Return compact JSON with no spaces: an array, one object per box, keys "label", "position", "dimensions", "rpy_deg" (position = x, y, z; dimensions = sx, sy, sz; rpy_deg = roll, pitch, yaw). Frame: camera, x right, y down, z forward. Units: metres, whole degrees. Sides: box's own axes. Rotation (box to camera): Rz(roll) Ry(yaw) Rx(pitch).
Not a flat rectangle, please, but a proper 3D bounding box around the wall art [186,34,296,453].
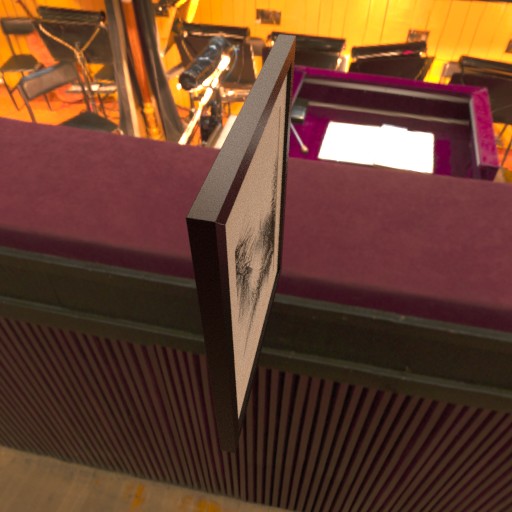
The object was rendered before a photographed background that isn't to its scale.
[{"label":"wall art","position":[0.000,0.000,0.755],"dimensions":[0.028,0.557,0.457],"rpy_deg":[9,47,9]}]
